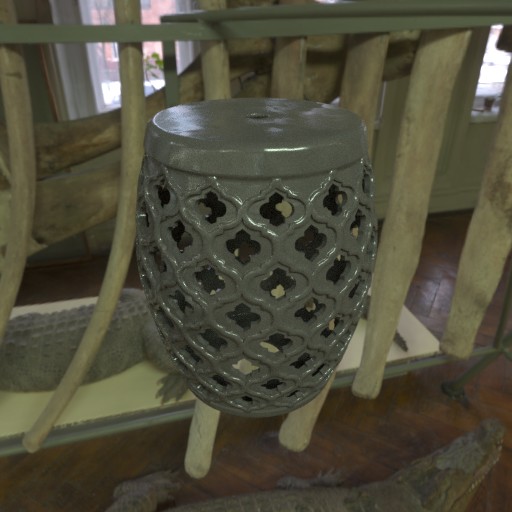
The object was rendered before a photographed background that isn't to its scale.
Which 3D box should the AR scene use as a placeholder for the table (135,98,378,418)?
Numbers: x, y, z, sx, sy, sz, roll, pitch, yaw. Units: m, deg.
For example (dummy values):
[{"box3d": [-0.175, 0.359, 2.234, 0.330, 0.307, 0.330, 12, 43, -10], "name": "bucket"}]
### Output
[{"box3d": [0.000, 0.000, 0.629, 0.325, 0.388, 0.325, 0, 29, 0], "name": "table"}]
